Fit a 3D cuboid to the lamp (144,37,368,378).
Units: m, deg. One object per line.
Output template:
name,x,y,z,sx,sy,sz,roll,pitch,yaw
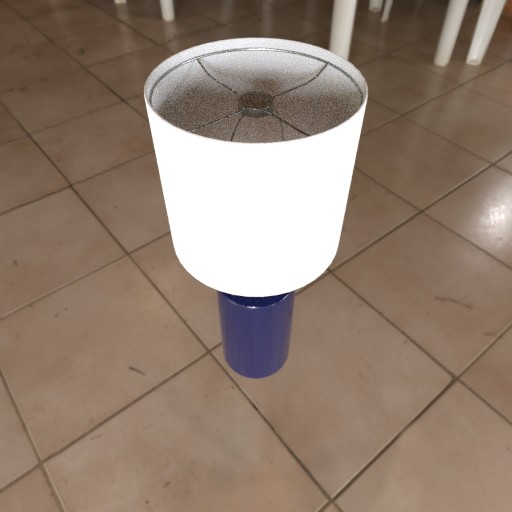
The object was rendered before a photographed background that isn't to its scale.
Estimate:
lamp,0.000,0.000,0.606,0.212,0.493,0.212,-32,55,-26
